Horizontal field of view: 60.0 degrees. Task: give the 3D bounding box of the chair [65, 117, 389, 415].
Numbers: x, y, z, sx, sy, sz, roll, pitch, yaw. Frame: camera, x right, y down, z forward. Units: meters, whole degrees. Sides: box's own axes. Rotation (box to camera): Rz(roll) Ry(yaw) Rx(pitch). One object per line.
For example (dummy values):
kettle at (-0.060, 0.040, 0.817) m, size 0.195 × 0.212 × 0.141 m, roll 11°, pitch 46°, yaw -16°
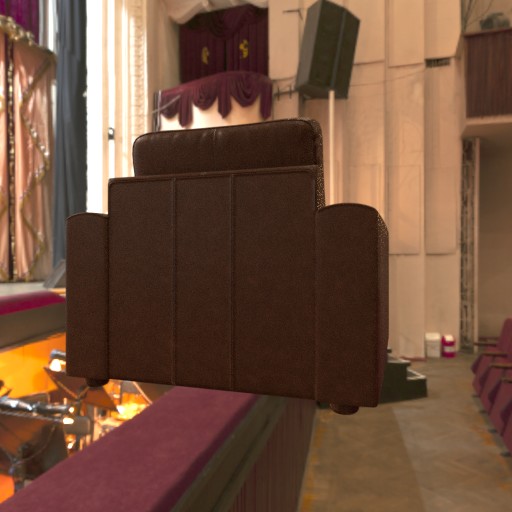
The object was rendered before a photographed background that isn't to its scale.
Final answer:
chair at (0.000, 0.000, 1.784) m, size 1.005 × 0.873 × 1.016 m, roll 0°, pitch 0°, yaw 18°
